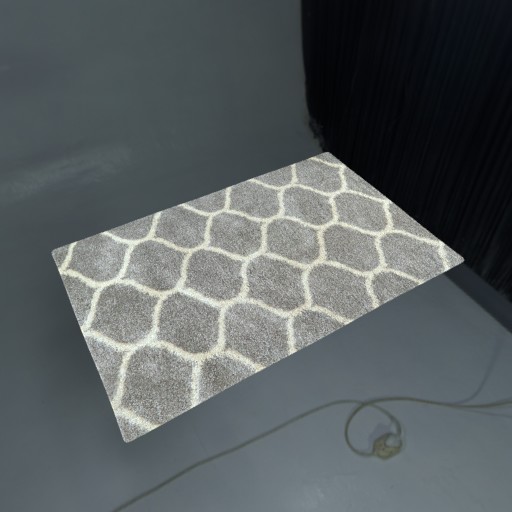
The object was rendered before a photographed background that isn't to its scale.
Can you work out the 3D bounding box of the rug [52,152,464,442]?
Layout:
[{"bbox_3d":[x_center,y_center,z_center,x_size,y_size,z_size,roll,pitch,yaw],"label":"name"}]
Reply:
[{"bbox_3d":[0.000,0.000,2.980,2.348,0.025,1.501,-23,51,-21],"label":"rug"}]
